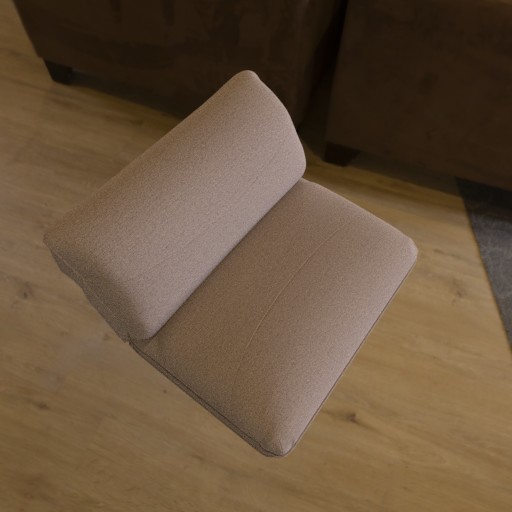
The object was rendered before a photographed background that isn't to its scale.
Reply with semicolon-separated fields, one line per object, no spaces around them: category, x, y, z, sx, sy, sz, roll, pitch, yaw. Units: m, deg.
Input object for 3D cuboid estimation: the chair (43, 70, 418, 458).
chair;0.000;0.000;1.324;0.780;0.580;0.820;33;63;19
